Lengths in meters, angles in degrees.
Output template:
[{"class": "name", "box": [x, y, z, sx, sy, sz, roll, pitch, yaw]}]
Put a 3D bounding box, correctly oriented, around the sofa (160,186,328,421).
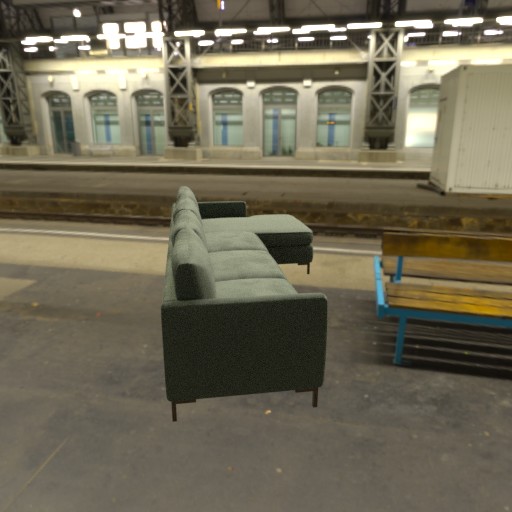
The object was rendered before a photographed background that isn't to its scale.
[{"class": "sofa", "box": [0.000, 0.000, 3.264, 1.255, 0.756, 2.725, -3, 16, -9]}]
